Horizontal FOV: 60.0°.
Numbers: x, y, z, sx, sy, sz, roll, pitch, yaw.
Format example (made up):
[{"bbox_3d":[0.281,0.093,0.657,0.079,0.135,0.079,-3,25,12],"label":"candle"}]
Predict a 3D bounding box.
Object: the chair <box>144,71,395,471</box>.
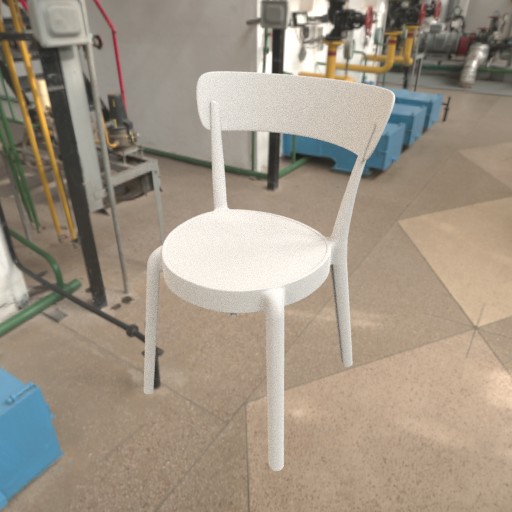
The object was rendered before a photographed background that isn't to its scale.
[{"bbox_3d":[0.000,0.000,1.112,0.506,0.790,0.491,19,35,28],"label":"chair"}]
